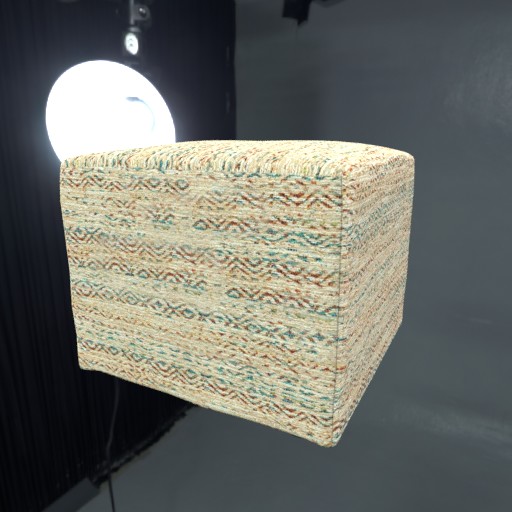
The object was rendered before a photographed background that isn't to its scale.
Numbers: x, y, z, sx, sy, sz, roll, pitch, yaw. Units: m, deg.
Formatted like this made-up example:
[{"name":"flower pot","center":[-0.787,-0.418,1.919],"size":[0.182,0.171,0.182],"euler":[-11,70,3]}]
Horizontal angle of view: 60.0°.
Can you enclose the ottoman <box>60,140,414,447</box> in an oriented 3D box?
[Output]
[{"name":"ottoman","center":[0.000,0.000,0.898],"size":[0.521,0.453,0.512],"euler":[8,17,27]}]
